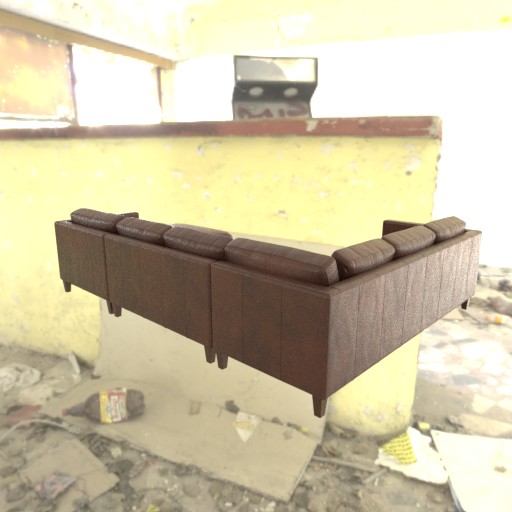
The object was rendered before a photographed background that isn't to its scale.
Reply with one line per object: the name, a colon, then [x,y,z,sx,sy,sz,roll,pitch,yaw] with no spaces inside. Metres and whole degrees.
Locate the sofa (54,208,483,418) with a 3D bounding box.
sofa: [0.000,0.000,4.303,3.324,0.891,2.452,13,19,42]
